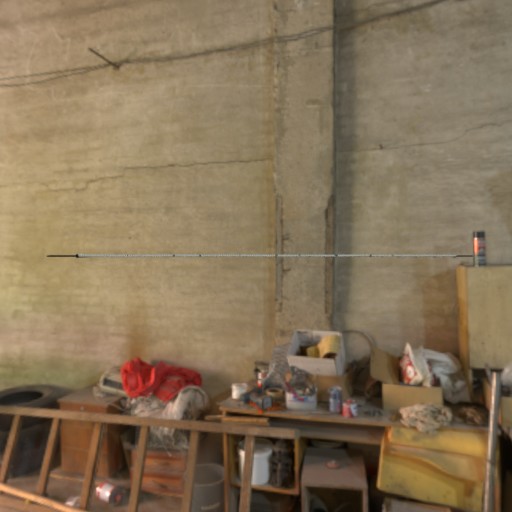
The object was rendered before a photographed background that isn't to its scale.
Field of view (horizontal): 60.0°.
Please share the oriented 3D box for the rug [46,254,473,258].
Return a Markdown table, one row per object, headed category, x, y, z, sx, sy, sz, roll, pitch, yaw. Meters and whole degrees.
| category | x | y | z | sx | sy | sz | roll | pitch | yaw |
| --- | --- | --- | --- | --- | --- | --- | --- | --- | --- |
| rug | 0.000 | 0.000 | 3.376 | 2.755 | 0.021 | 1.524 | 0 | 0 | -18 |
